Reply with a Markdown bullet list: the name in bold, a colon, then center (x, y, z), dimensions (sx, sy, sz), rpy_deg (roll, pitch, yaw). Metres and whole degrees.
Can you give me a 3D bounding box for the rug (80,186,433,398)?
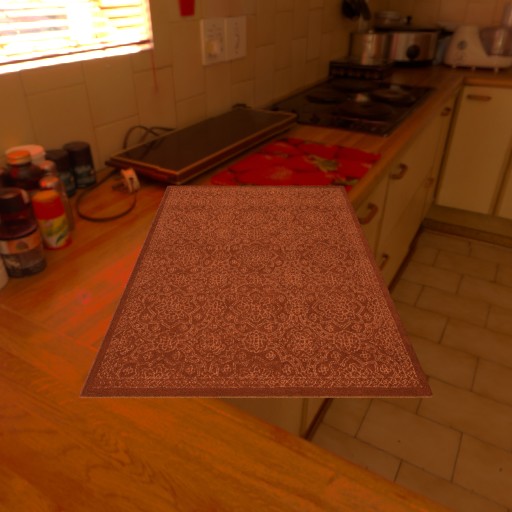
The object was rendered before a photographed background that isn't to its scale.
- **rug**: center (0.000, 0.000, 2.295), dimensions (1.219, 0.010, 1.829), rpy_deg (0, 32, 0)
